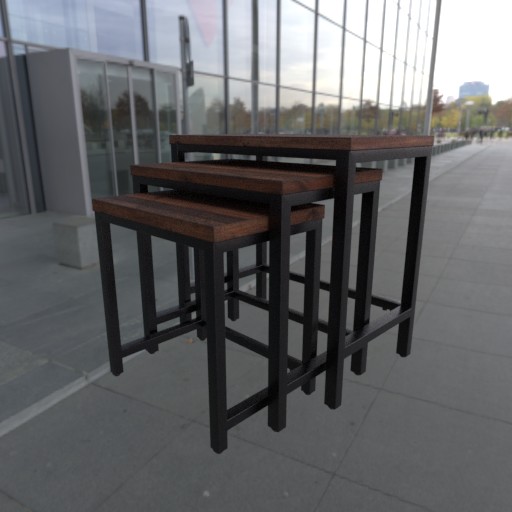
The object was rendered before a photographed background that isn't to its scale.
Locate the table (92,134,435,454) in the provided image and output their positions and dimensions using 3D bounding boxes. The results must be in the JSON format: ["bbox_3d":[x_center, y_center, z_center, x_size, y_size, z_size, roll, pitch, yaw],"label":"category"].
[{"bbox_3d":[0.000,0.000,1.175,0.608,0.616,0.660,15,22,43],"label":"table"}]
